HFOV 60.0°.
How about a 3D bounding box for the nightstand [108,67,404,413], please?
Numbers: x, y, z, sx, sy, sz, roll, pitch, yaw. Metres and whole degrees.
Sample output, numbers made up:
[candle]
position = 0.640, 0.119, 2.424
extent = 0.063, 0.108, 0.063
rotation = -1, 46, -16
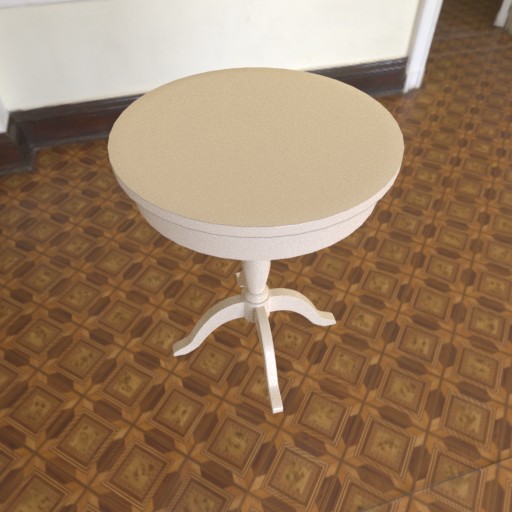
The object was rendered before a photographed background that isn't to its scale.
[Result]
[nightstand]
position = 0.000, 0.000, 1.021
extent = 0.513, 0.653, 0.513
rotation = -3, 46, -3
